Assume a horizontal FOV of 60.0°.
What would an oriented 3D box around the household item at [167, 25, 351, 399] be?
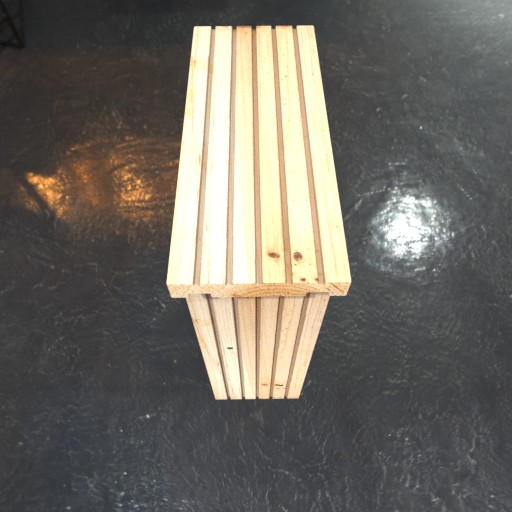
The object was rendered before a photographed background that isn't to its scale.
[{"bbox_3d":[0.000,0.000,0.545,0.123,0.407,0.301,-1,58,0],"label":"household item"}]
